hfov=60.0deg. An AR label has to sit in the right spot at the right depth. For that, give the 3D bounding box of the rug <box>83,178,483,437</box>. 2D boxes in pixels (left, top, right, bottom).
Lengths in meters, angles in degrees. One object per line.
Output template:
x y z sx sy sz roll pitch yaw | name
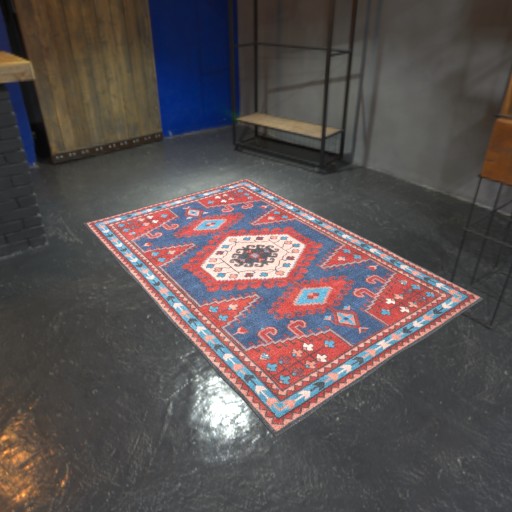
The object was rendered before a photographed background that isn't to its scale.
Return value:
0.000 0.000 2.311 1.207 0.012 1.820 -21 37 -31 | rug
